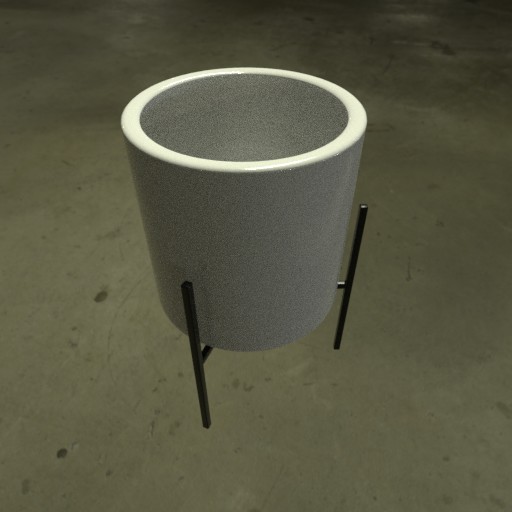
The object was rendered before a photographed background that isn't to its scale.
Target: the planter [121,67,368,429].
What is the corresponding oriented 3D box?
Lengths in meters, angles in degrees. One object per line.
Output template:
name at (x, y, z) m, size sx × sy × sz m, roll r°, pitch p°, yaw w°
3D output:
planter at (0.000, 0.000, 0.516) m, size 0.239 × 0.356 × 0.239 m, roll 0°, pitch 41°, yaw 0°
